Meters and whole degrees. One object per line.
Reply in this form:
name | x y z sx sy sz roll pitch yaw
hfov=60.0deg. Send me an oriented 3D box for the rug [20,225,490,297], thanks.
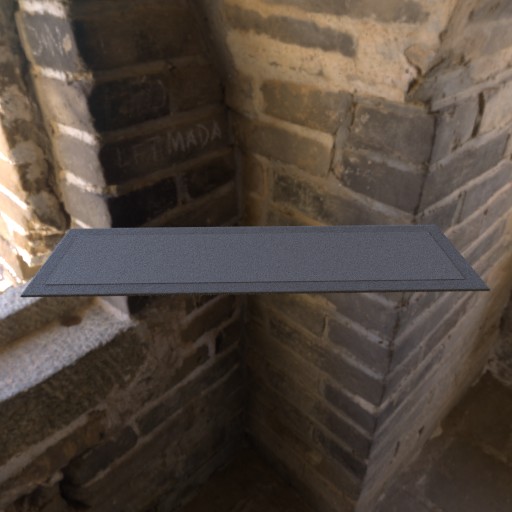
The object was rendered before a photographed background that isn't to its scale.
rug | 0.000 0.000 2.609 2.430 0.012 0.759 -1 30 -1
